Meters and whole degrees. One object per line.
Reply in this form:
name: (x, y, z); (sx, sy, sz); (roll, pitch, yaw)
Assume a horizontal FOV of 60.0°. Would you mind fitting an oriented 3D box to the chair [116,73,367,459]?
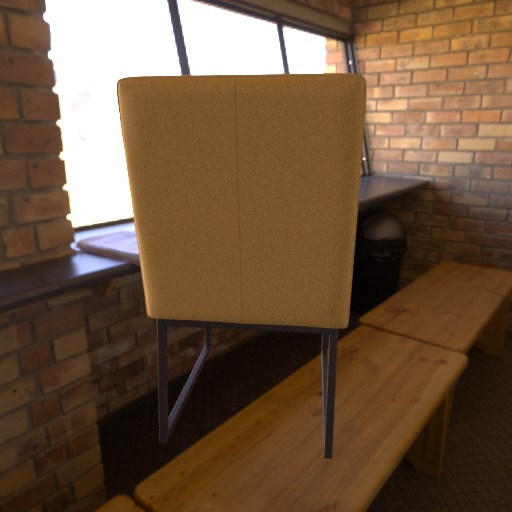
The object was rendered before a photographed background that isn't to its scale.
chair: (0.000, 0.000, 1.289); (0.520, 0.930, 0.634); (2, 16, 7)
